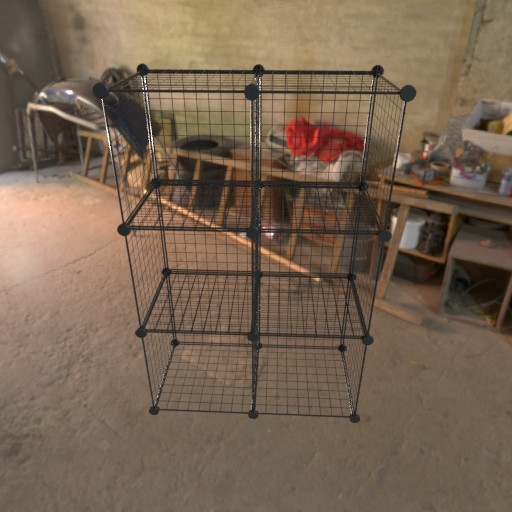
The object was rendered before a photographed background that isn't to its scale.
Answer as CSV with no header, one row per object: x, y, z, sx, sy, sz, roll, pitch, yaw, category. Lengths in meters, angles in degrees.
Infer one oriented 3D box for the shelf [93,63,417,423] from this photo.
0.000,0.000,1.385,0.711,1.067,0.356,1,30,2,shelf
